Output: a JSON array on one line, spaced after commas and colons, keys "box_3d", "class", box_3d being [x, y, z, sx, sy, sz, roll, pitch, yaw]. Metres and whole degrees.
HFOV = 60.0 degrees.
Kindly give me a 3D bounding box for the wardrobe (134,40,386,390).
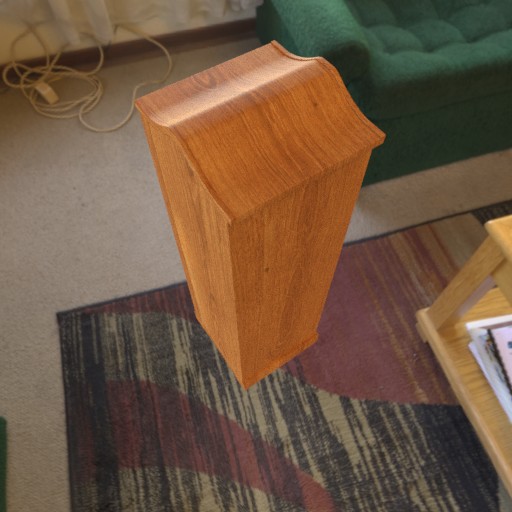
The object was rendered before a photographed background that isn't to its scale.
[{"box_3d": [0.000, 0.000, 2.142, 0.570, 1.870, 0.590, -30, 63, -17], "class": "wardrobe"}]
